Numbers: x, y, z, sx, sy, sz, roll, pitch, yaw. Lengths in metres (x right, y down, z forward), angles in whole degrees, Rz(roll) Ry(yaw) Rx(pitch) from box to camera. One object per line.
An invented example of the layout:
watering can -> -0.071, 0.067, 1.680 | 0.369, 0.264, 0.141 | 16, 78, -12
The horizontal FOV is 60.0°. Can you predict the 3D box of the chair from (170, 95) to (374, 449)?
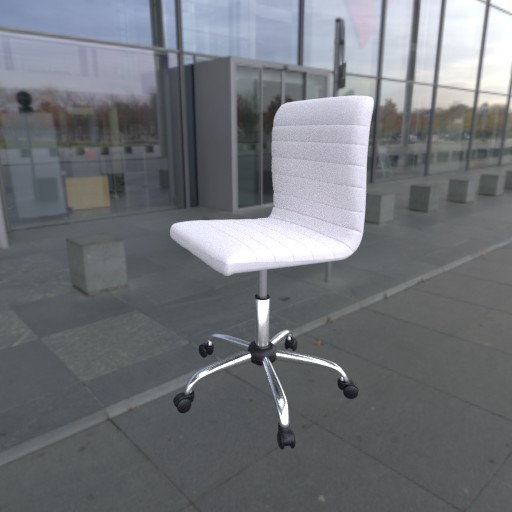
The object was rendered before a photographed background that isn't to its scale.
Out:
chair -> 0.000, 0.000, 1.103 | 0.455, 0.750, 0.520 | -8, 17, -26
